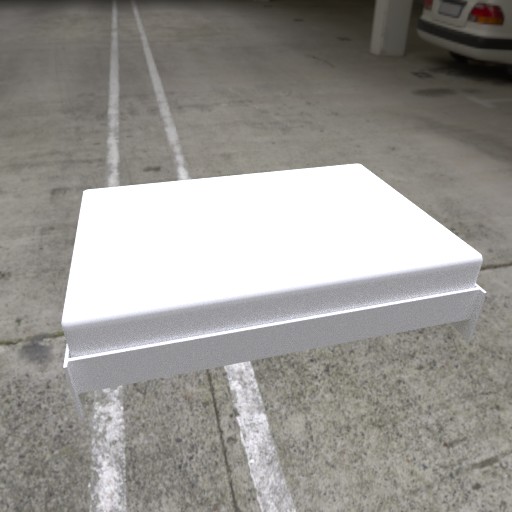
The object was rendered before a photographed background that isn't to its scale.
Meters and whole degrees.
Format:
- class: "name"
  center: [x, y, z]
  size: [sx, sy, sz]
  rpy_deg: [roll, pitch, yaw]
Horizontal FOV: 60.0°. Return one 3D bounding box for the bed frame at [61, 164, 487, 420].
- class: "bed frame"
  center: [0.000, 0.000, 2.581]
  size: [1.945, 0.497, 1.445]
  rpy_deg: [-8, 32, -13]
